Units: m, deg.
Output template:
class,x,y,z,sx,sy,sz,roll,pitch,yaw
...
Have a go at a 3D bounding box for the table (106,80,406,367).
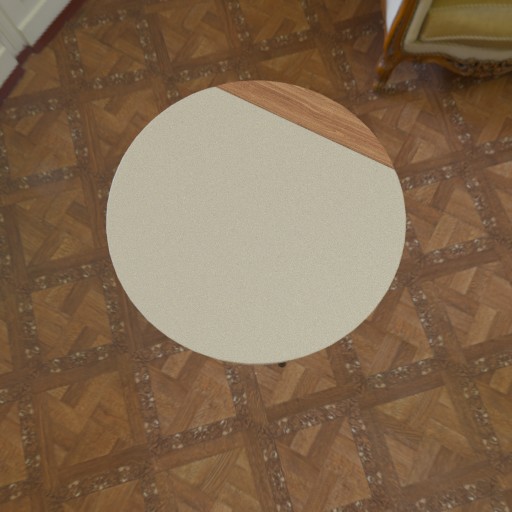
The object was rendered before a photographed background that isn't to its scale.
class,x,y,z,sx,sy,sz,roll,pitch,yaw
table,0.000,0.000,0.895,0.450,0.525,0.450,0,75,0
